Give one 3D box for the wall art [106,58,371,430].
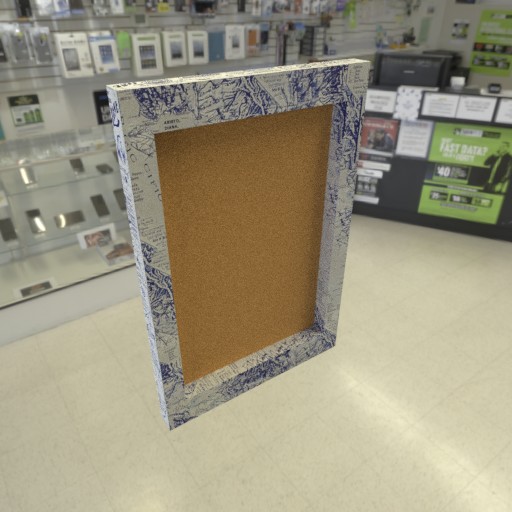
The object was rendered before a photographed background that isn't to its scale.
[{"bbox_3d":[0.000,0.000,0.772,0.408,0.601,0.040,-19,36,-28],"label":"wall art"}]
